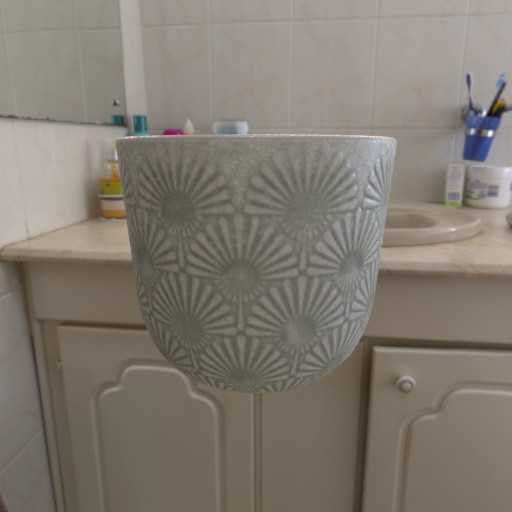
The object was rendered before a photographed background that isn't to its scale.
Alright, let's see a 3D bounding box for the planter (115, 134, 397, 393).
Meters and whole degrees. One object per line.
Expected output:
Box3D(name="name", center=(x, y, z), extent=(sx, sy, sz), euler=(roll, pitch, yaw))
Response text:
Box3D(name="planter", center=(0.000, 0.000, 0.297), extent=(0.170, 0.152, 0.170), euler=(0, 14, 0))
